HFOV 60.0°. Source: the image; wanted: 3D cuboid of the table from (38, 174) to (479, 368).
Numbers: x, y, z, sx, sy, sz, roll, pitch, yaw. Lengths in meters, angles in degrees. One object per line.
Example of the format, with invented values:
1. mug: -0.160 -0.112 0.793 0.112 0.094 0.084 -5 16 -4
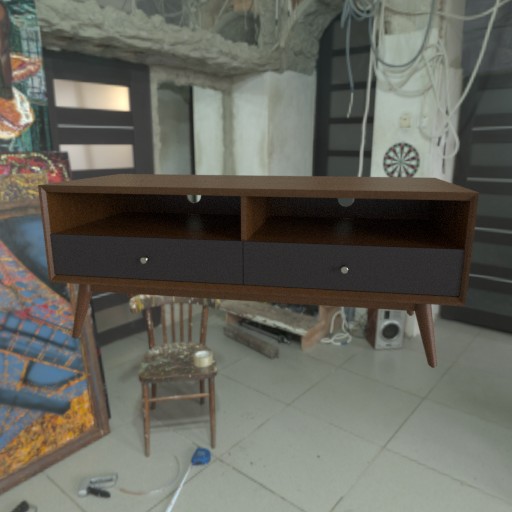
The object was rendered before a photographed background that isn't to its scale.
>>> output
1. table: 0.000 0.000 1.389 1.119 0.464 0.490 2 14 10
